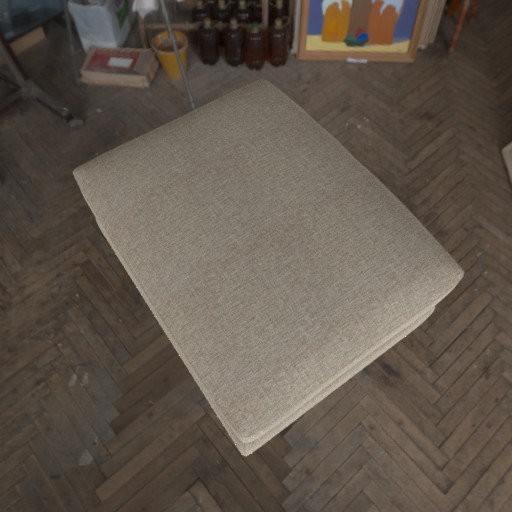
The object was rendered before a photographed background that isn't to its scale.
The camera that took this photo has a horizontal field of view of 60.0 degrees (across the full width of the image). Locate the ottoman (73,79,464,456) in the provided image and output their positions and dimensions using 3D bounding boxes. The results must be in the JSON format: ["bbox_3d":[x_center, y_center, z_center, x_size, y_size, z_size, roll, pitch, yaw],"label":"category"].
[{"bbox_3d":[0.000,0.000,1.140,0.584,0.513,0.741,-32,66,-16],"label":"ottoman"}]
